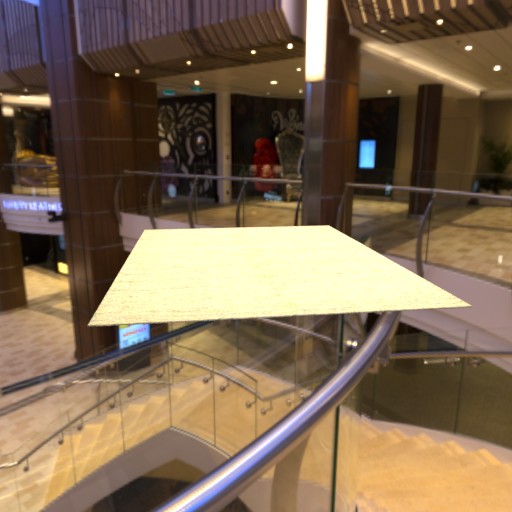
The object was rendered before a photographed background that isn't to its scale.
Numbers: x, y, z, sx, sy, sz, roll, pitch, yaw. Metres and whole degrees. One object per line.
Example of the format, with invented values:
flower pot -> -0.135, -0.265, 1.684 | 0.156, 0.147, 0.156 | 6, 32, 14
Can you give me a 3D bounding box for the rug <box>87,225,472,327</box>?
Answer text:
rug -> 0.000, 0.000, 4.296 | 2.437, 0.014, 3.201 | -2, 14, -8
